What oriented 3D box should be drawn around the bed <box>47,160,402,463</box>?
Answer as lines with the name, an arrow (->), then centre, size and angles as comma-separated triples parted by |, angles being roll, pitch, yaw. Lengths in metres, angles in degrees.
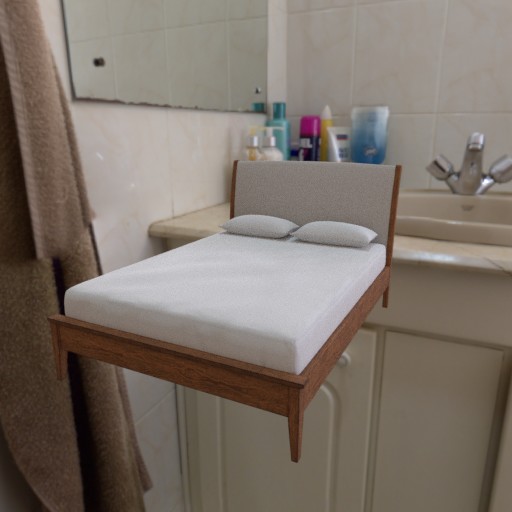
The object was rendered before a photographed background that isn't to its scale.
bed -> 0.000, 0.000, 2.958 | 1.502, 1.135, 2.108 | 8, 17, 26
